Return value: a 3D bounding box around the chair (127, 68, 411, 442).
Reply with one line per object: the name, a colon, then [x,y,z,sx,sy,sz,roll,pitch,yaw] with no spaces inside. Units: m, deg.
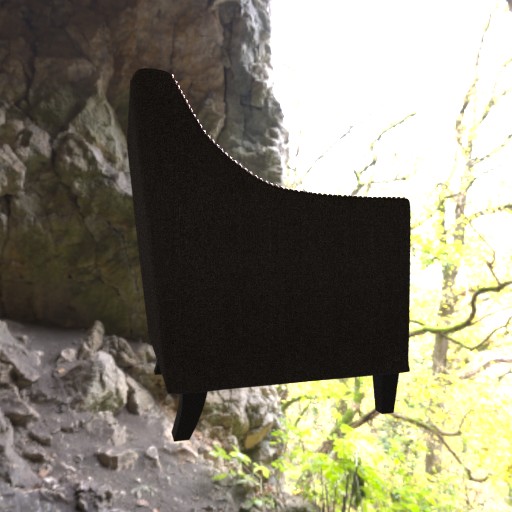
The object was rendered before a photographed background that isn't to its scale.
chair: [0.000,0.000,1.599,0.884,0.967,0.776,0,0,-17]
